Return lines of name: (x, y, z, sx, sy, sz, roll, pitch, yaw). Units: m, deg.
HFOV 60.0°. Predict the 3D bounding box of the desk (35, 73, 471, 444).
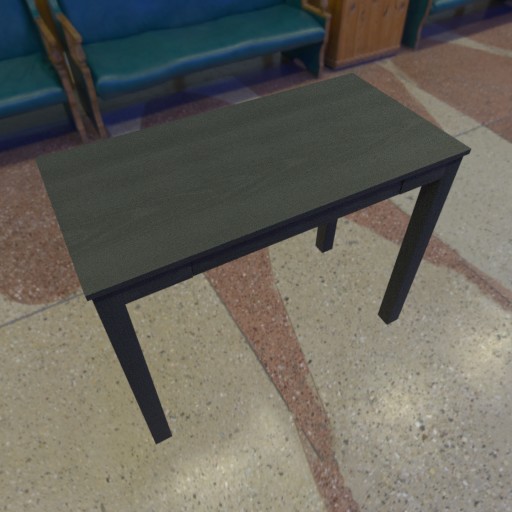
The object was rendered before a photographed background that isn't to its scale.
desk: (0.000, 0.000, 1.403, 0.991, 0.762, 0.499, -22, 51, -19)
